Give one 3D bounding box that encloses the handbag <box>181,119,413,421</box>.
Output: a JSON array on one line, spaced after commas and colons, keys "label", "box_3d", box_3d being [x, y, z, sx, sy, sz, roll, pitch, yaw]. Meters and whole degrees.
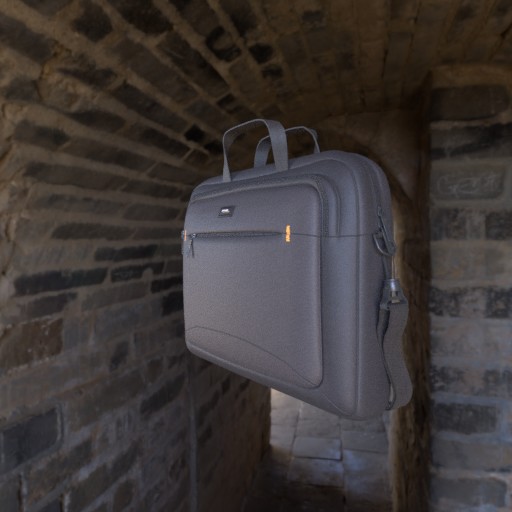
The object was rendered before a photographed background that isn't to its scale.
[{"label": "handbag", "box_3d": [0.000, 0.000, 0.584, 0.126, 0.330, 0.429, -1, 2, -36]}]
